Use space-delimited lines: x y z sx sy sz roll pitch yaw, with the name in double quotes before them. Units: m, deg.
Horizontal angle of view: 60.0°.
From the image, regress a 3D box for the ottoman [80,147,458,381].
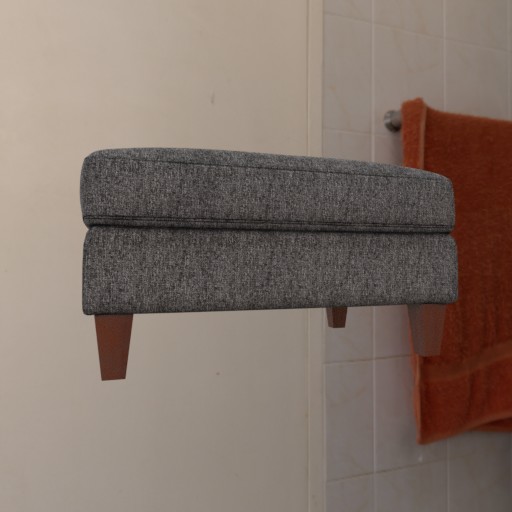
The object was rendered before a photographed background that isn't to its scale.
"ottoman" 0.000 0.000 1.200 0.864 0.483 0.584 0 -1 -17
